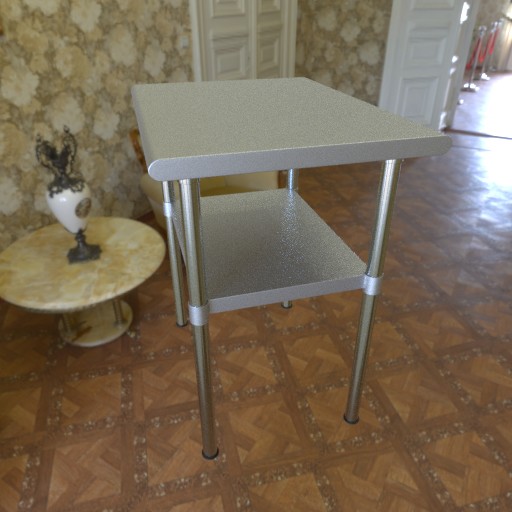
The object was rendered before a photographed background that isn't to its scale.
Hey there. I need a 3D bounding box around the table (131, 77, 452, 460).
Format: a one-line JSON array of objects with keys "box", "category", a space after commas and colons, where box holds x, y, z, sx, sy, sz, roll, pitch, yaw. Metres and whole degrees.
[{"box": [0.000, 0.000, 1.326, 0.584, 0.876, 0.762, -8, 31, -14], "category": "table"}]
